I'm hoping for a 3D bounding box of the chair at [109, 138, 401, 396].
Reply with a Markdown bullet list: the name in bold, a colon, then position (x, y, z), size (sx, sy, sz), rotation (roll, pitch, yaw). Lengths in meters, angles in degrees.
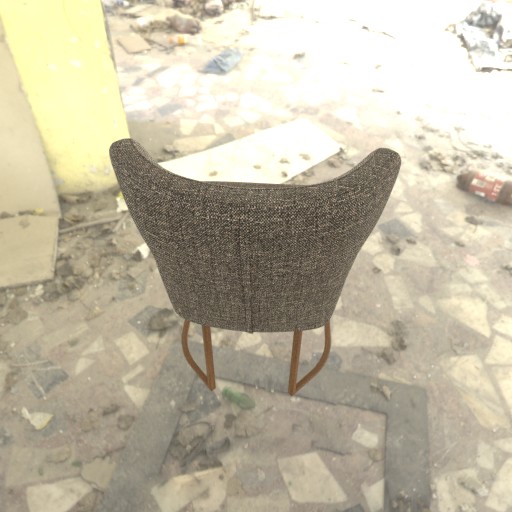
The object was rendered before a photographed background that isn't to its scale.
- **chair**: position (0.000, 0.000, 1.250), size (0.611, 0.824, 0.617), rotation (3, 46, 3)
